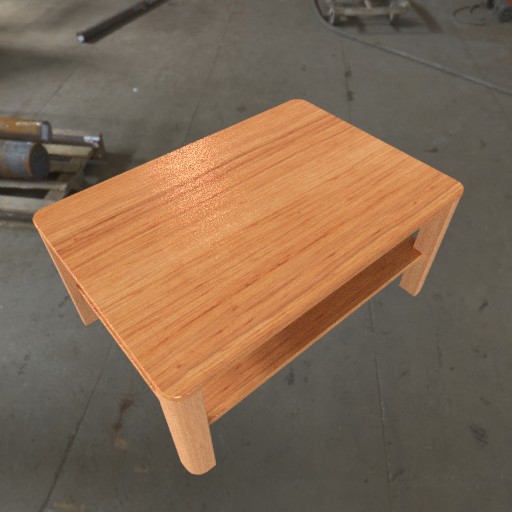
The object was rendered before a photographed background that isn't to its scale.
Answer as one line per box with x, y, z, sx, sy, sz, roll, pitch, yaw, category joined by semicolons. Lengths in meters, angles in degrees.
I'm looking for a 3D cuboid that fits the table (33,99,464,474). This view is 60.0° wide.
0.000;0.000;1.375;0.997;0.445;0.696;-32;54;-26;table
